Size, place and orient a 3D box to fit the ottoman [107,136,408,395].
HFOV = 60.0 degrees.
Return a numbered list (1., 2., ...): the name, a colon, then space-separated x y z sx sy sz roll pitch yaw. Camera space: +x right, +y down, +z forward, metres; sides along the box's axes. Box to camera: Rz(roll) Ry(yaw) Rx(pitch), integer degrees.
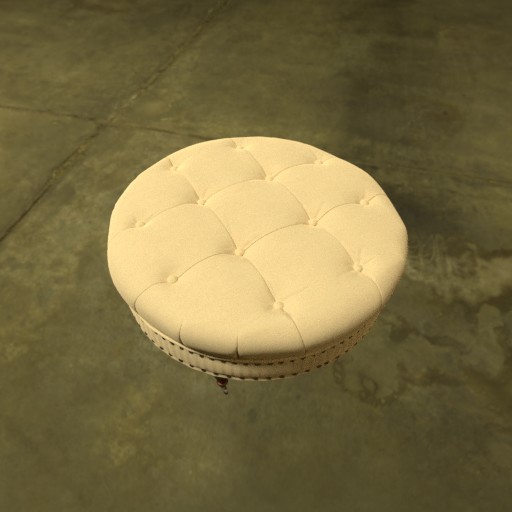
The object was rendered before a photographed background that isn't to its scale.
1. ottoman: 0.000 0.000 1.445 0.901 0.439 0.901 0 46 0
